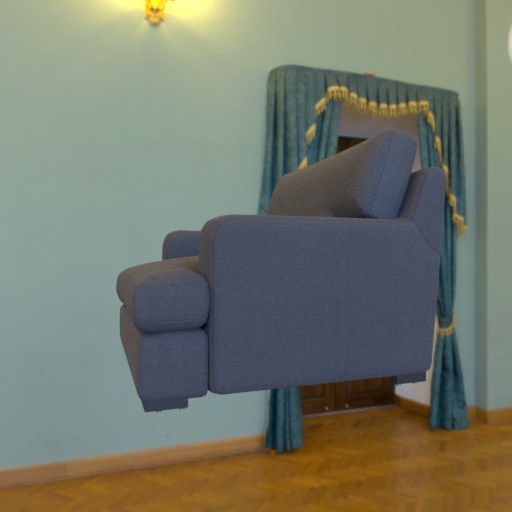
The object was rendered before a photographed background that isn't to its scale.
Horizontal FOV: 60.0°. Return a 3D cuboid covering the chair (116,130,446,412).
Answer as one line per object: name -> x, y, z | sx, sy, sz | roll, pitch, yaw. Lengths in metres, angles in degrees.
chair -> 0.000, 0.000, 1.969 | 1.143, 0.940, 1.168 | 0, 0, -20
